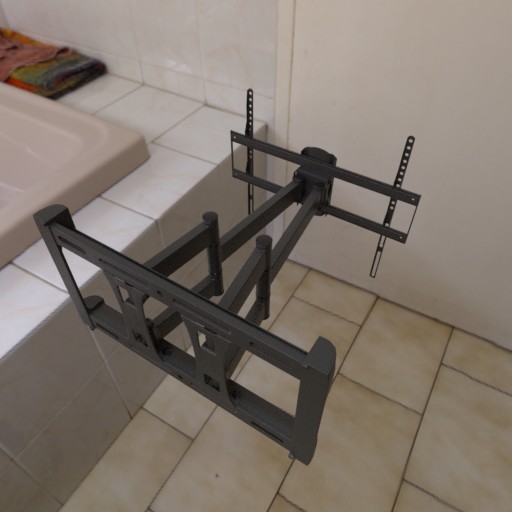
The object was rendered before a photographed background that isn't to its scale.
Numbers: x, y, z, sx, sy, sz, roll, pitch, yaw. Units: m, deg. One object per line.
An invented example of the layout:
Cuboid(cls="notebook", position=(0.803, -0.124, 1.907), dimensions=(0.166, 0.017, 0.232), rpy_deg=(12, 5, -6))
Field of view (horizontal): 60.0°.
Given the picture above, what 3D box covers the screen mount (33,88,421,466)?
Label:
Cuboid(cls="screen mount", position=(0.000, 0.000, 0.945), dimensions=(0.571, 0.424, 0.556), rpy_deg=(25, 51, 22))
